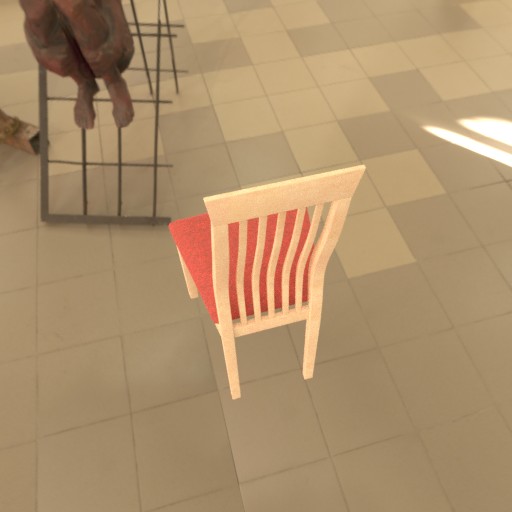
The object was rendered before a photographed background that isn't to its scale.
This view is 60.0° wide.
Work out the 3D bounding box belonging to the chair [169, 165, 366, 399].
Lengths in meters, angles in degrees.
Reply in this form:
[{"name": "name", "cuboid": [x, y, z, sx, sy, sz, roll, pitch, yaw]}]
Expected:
[{"name": "chair", "cuboid": [0.000, 0.000, 1.288, 0.460, 1.027, 0.474, -13, 57, -9]}]
